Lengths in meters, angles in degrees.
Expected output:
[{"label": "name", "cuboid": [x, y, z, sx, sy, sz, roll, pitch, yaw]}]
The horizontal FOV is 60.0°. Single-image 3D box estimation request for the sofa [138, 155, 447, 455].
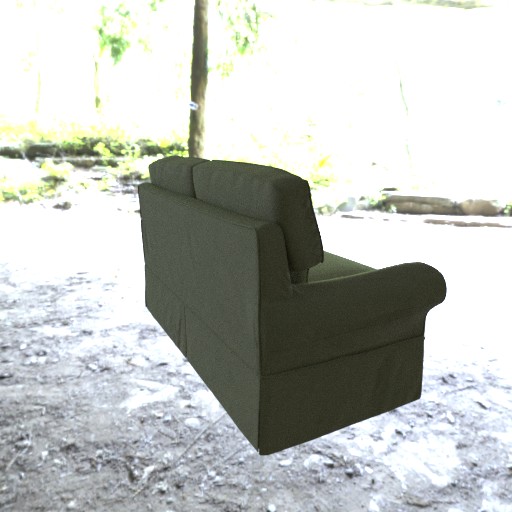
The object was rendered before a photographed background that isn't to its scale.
[{"label": "sofa", "cuboid": [0.000, 0.000, 2.367, 0.841, 1.024, 1.823, -8, 16, -27]}]
